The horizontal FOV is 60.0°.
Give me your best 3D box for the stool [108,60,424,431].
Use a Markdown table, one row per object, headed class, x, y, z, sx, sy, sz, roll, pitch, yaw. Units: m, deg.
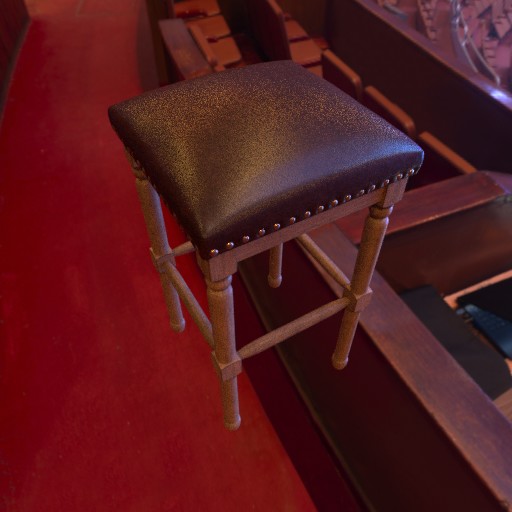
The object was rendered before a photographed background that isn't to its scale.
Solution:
| class | x | y | z | sx | sy | sz | roll | pitch | yaw |
| --- | --- | --- | --- | --- | --- | --- | --- | --- | --- |
| stool | 0.000 | 0.000 | 0.937 | 0.383 | 0.702 | 0.382 | -23 | 51 | -20 |
